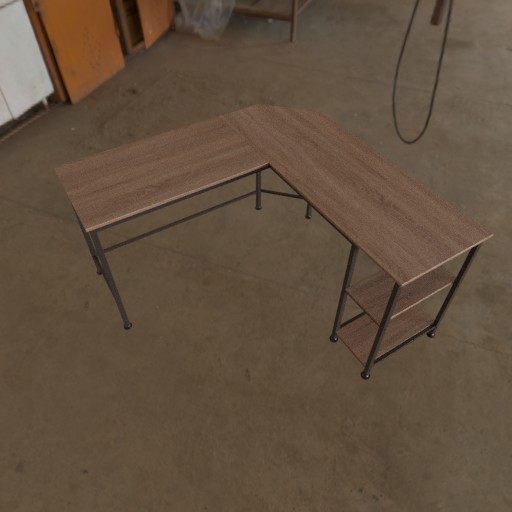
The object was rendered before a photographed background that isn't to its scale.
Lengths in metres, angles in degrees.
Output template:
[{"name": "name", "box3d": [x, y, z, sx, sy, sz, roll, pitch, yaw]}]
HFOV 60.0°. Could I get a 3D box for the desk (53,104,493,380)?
[{"name": "desk", "box3d": [0.000, 0.000, 2.191, 1.379, 0.739, 1.379, -24, 52, -21]}]
